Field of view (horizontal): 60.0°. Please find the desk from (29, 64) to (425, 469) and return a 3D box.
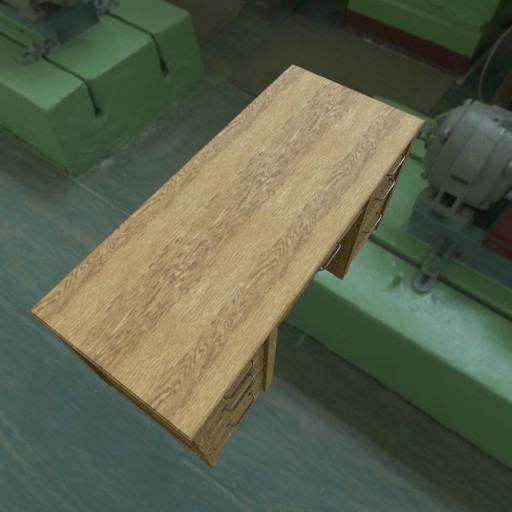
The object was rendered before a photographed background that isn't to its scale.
[{"bbox_3d":[0.000,0.000,1.973,0.685,0.751,1.567,31,63,18],"label":"desk"}]
